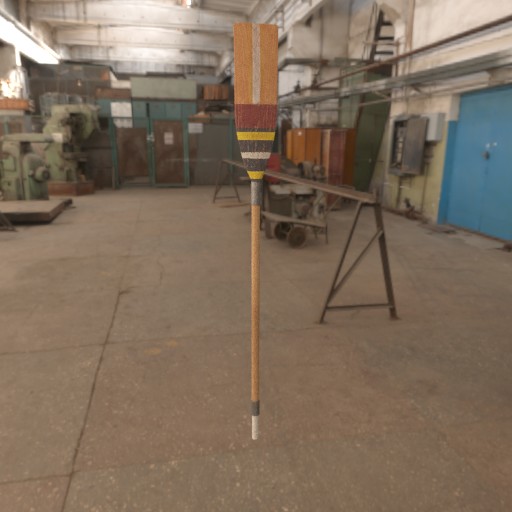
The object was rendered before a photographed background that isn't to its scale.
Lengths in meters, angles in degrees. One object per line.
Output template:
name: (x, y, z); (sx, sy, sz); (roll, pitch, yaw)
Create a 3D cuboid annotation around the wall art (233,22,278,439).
wall art: (0.000, 0.000, 1.632); (0.146, 1.556, 0.038); (-2, 15, -9)
